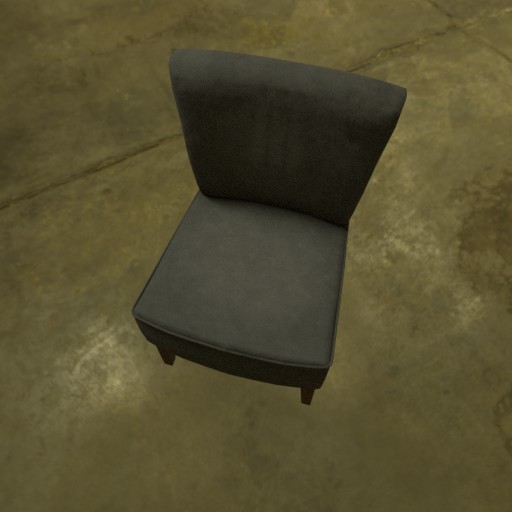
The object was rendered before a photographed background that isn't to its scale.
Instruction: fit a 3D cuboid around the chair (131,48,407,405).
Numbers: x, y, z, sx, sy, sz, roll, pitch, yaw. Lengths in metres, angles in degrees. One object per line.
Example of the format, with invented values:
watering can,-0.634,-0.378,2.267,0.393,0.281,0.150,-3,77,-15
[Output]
chair,0.000,0.000,1.171,0.521,0.806,0.554,14,59,8
